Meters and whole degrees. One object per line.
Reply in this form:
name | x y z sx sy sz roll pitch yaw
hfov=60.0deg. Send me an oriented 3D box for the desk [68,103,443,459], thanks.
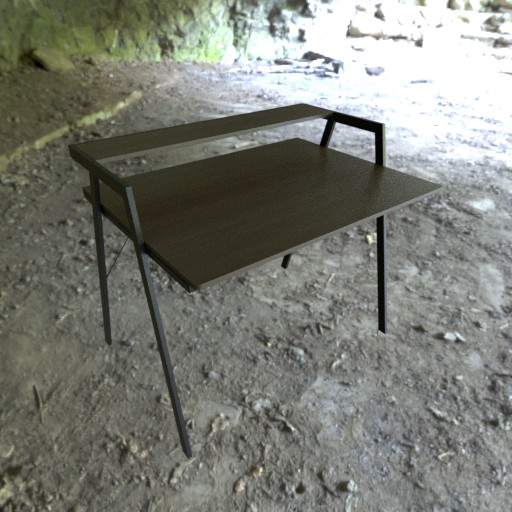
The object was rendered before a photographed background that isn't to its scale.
desk | 0.000 0.000 1.896 1.143 0.998 0.936 -22 37 -32
